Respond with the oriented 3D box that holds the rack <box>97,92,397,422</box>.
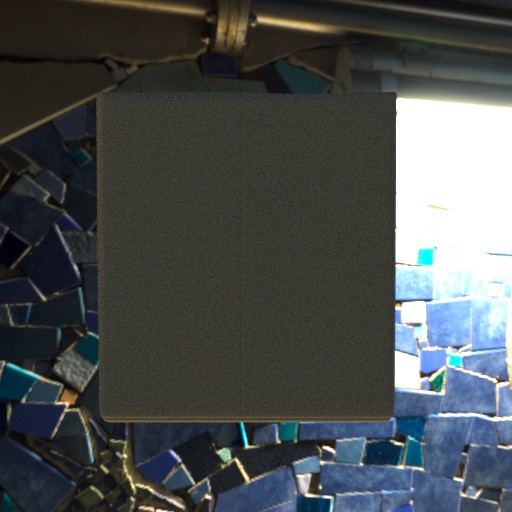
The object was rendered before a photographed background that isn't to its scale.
[{"bbox_3d":[0.000,0.000,0.504,0.270,0.280,0.270,0,1,0],"label":"rack"}]
